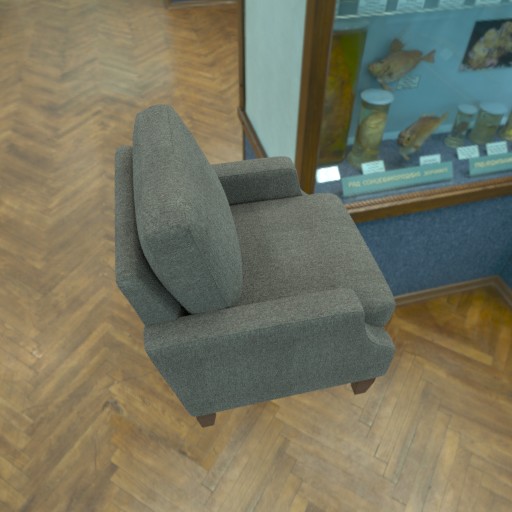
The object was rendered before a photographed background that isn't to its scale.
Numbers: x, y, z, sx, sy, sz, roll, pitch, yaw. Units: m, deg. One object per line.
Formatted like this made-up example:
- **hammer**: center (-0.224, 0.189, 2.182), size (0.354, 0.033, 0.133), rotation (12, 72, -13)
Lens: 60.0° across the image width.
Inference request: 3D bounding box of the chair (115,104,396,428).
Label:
- **chair**: center (0.000, 0.000, 1.671), size (0.897, 0.993, 0.855), rotation (-9, 47, -9)
